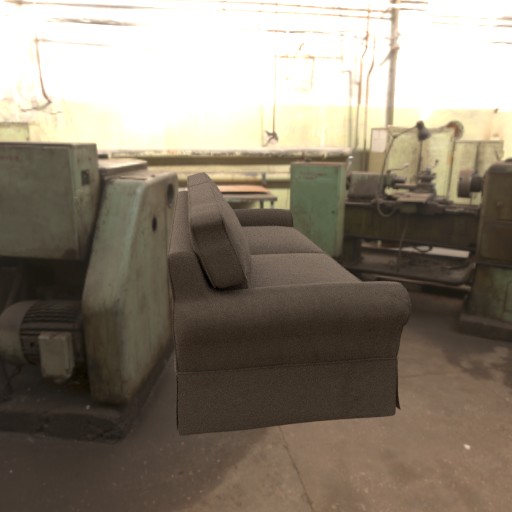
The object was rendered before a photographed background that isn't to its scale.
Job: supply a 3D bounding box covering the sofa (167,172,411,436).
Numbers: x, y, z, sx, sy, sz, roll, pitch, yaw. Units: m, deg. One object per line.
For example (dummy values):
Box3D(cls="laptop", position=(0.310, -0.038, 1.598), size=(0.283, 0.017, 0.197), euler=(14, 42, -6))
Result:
Box3D(cls="sofa", position=(0.000, 0.000, 2.782), size=(0.991, 0.943, 2.248), euler=(-2, 15, -8))
